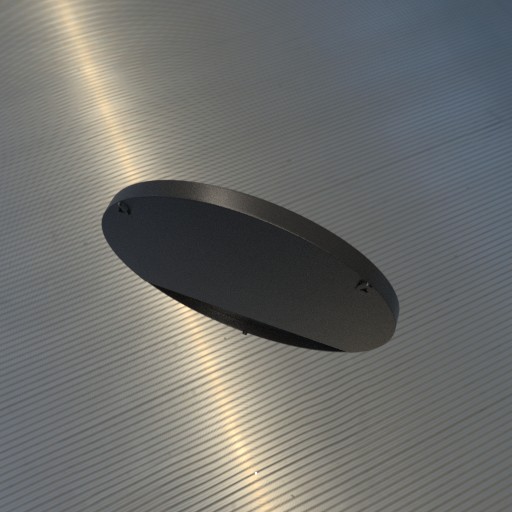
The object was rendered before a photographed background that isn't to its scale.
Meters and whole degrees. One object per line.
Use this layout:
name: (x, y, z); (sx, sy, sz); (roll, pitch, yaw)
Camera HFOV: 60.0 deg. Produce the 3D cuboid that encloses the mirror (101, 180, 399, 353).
mirror: (0.000, 0.000, 0.703); (0.457, 0.457, 0.133); (18, 65, 9)
